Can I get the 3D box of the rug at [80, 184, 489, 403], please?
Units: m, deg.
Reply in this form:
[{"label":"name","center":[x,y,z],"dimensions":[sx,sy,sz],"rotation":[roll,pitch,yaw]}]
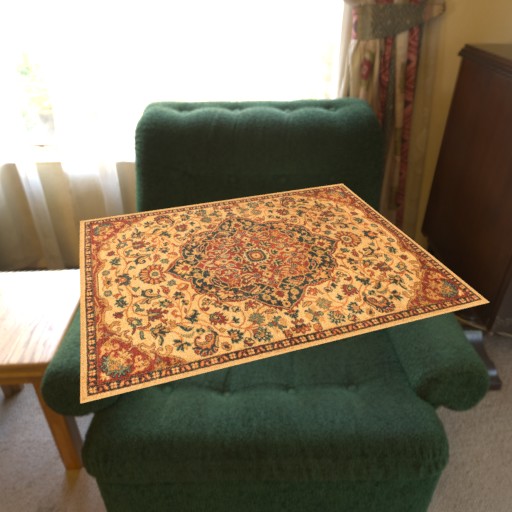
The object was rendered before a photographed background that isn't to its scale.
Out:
[{"label":"rug","center":[0.000,0.000,4.066],"dimensions":[3.067,0.005,2.454],"rotation":[-10,34,-16]}]
